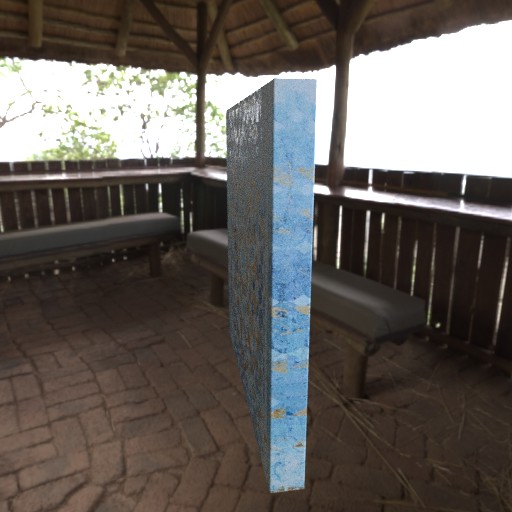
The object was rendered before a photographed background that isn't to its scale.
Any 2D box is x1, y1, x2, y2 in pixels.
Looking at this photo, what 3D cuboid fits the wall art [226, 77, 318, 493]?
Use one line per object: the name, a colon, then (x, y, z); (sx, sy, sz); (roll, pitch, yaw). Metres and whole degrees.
wall art: (0.000, 0.000, 0.606); (0.037, 0.405, 0.405); (-2, 15, -9)
